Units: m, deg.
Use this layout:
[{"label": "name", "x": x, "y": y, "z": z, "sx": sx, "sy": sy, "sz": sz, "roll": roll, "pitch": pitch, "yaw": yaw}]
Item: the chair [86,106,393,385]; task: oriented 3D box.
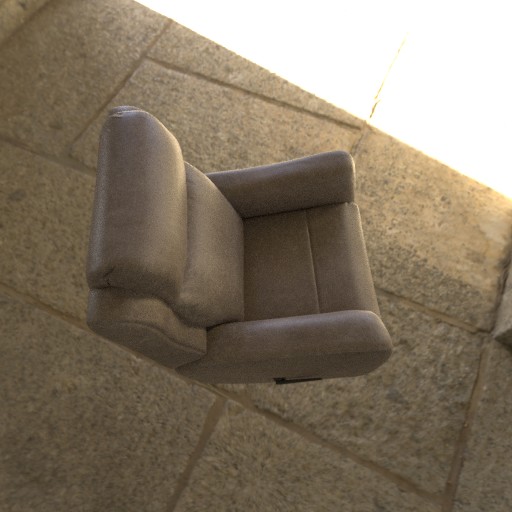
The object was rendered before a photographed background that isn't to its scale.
[{"label": "chair", "x": 0.000, "y": 0.000, "z": 1.871, "sx": 1.068, "sy": 1.116, "sz": 0.967, "roll": -4, "pitch": 63, "yaw": -2}]
